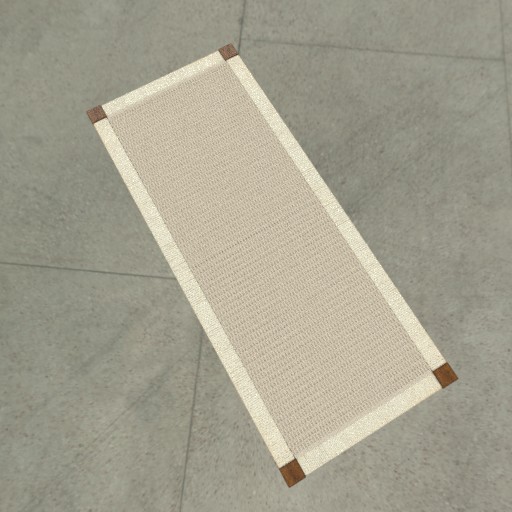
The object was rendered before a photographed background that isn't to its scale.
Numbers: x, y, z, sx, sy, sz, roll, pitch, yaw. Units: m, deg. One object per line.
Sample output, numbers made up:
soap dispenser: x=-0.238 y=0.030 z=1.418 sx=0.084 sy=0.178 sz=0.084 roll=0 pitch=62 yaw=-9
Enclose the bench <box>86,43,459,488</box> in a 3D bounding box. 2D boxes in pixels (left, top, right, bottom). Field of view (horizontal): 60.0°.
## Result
bench: x=0.000 y=0.000 z=1.460 sx=0.507 sy=0.457 sz=1.198 roll=-29 pitch=76 yaw=-8
